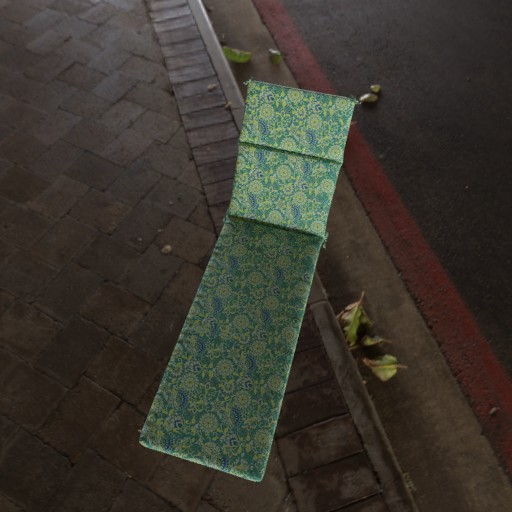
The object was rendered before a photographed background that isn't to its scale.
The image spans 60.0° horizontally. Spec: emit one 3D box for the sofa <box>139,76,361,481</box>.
[{"bbox_3d":[0.000,0.000,1.949,0.582,0.622,1.663,14,59,8],"label":"sofa"}]
